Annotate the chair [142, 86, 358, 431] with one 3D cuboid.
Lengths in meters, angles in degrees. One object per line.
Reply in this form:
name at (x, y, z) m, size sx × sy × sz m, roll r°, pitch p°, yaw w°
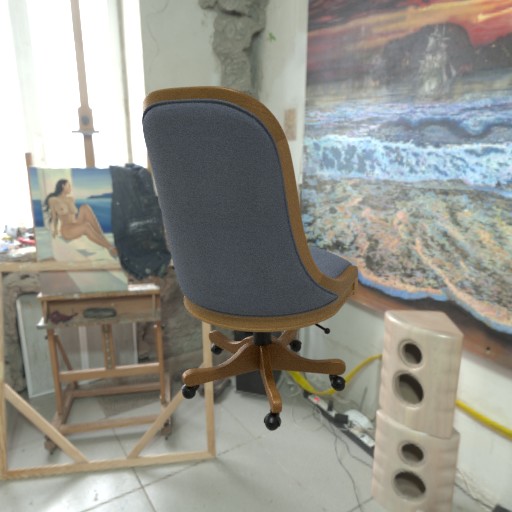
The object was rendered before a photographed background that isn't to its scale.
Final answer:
chair at (0.000, 0.000, 1.525) m, size 0.605 × 1.031 × 0.735 m, roll 8°, pitch 17°, yaw 27°
